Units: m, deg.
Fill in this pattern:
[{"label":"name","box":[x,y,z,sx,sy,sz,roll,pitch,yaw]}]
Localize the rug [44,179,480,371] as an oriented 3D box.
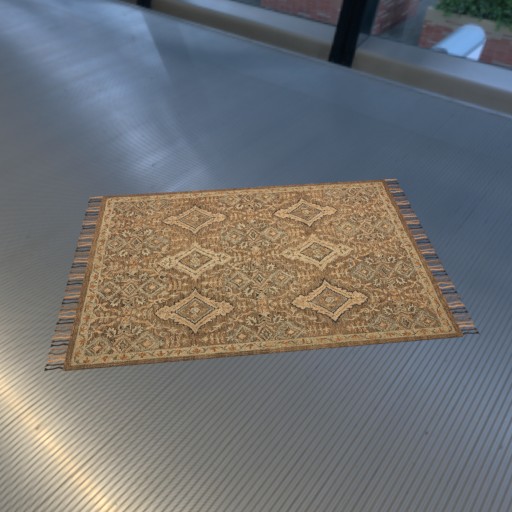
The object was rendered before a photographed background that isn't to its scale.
[{"label":"rug","box":[0.000,0.000,2.984,2.434,0.010,1.516,-4,46,-4]}]
